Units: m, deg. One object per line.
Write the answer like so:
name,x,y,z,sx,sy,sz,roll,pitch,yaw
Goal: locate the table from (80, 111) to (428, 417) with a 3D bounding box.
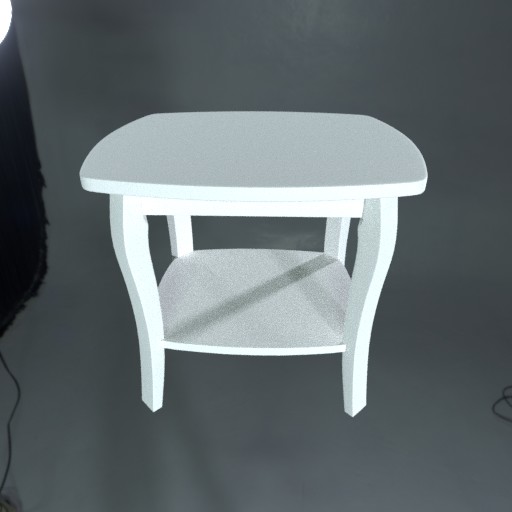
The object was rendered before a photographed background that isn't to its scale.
table,0.000,0.000,0.829,0.502,0.438,0.451,1,29,2
